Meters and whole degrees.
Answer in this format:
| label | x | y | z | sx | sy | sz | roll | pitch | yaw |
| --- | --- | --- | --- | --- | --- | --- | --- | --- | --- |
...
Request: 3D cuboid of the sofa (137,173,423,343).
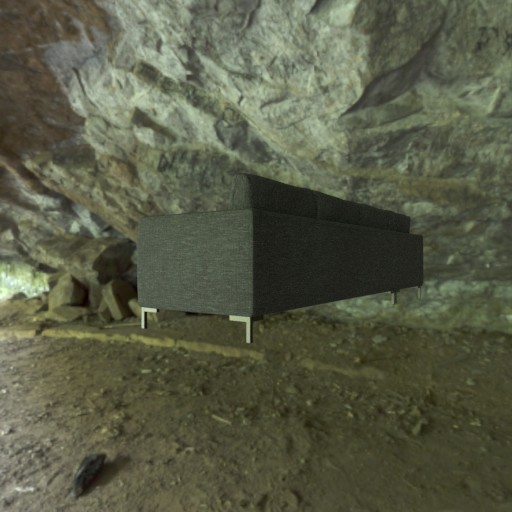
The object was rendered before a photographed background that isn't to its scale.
| label | x | y | z | sx | sy | sz | roll | pitch | yaw |
| --- | --- | --- | --- | --- | --- | --- | --- | --- | --- |
| sofa | 0.000 | 0.000 | 3.755 | 2.007 | 0.815 | 2.949 | 0 | 0 | 35 |
